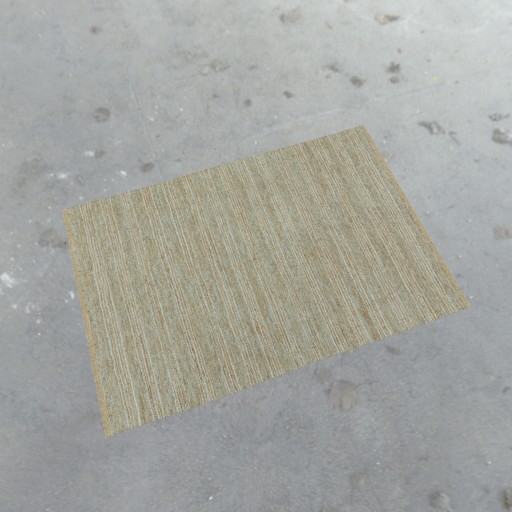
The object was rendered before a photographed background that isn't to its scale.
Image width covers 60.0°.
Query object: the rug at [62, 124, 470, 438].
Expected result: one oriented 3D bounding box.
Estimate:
[{"bbox_3d":[0.000,0.000,2.318,1.824,0.010,1.240,-18,66,-8],"label":"rug"}]
